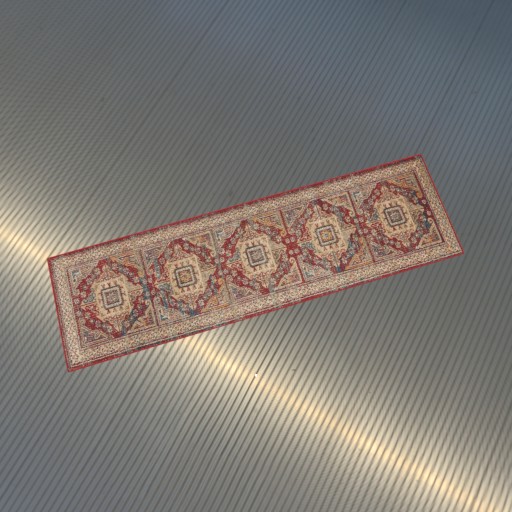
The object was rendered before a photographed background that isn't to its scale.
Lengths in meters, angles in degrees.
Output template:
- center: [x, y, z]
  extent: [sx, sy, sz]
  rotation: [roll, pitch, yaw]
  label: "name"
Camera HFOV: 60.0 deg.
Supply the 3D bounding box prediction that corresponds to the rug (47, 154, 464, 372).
- center: [0.000, 0.000, 2.531]
  extent: [2.292, 0.015, 0.659]
  rotation: [-16, 76, -4]
  label: "rug"
